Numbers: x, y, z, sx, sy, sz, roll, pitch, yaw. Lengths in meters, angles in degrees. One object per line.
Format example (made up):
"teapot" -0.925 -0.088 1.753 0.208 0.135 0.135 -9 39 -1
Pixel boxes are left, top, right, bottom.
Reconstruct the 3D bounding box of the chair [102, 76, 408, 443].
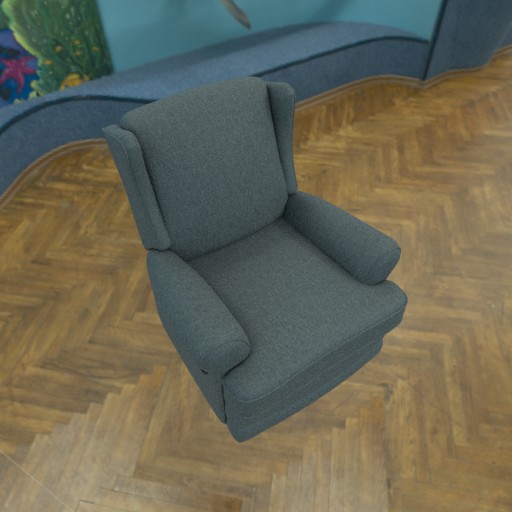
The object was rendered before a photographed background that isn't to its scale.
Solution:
"chair" 0.000 0.000 1.700 0.847 1.011 0.969 -26 52 -22
